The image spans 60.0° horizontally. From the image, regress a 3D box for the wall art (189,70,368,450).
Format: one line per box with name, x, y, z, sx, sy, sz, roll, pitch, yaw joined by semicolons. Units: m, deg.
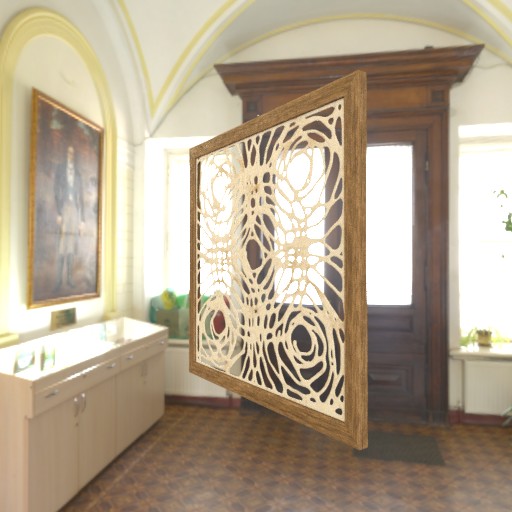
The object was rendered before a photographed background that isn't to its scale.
wall art;0.000;0.000;0.888;0.021;0.576;0.561;0;-1;-35
